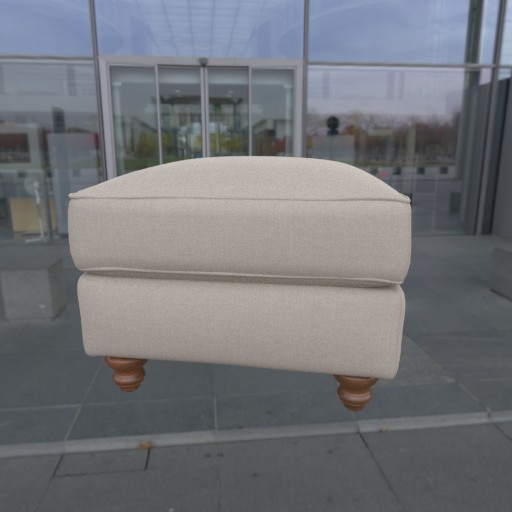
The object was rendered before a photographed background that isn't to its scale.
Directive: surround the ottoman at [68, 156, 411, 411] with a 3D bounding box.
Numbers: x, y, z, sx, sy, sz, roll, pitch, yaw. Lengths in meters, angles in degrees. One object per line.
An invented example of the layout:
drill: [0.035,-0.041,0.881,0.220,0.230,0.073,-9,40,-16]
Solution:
ottoman: [0.000,0.000,1.150,0.662,0.505,0.716,2,13,8]
